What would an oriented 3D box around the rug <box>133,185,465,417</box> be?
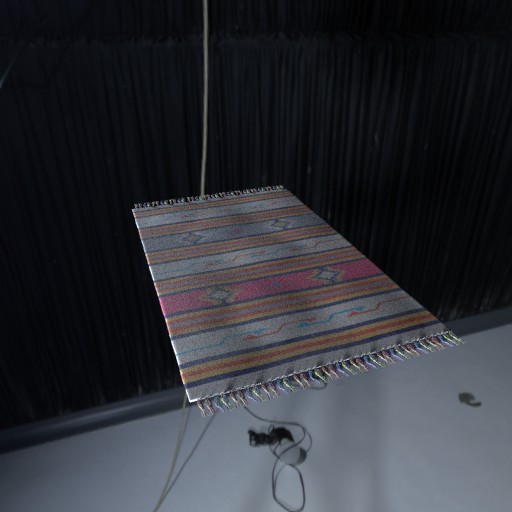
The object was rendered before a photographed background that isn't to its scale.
[{"bbox_3d":[0.000,0.000,2.318,1.084,0.013,1.849,-10,31,-17],"label":"rug"}]
